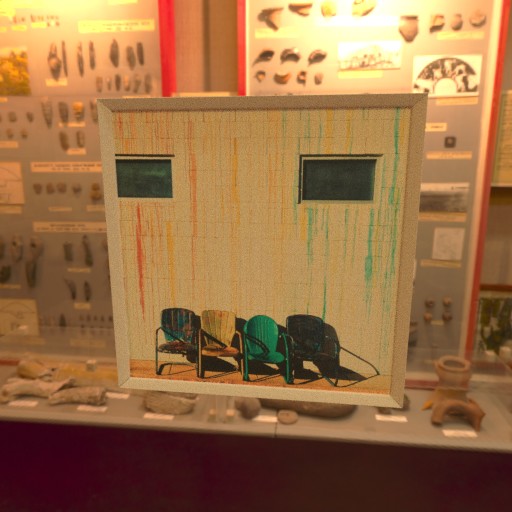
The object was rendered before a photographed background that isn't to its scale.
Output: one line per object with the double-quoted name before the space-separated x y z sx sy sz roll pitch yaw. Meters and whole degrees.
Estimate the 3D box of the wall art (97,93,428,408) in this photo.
"wall art" 0.000 0.000 0.747 0.508 0.508 0.037 2 13 7
